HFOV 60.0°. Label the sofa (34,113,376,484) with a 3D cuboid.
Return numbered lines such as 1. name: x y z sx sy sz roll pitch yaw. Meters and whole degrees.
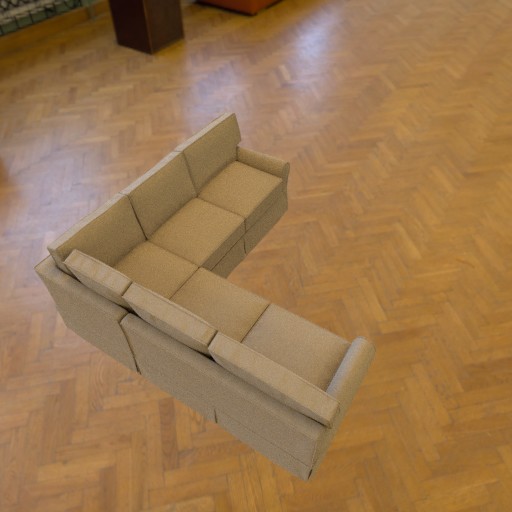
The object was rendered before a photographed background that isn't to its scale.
1. sofa: 0.000 0.000 4.224 2.730 1.124 2.733 25 52 21
